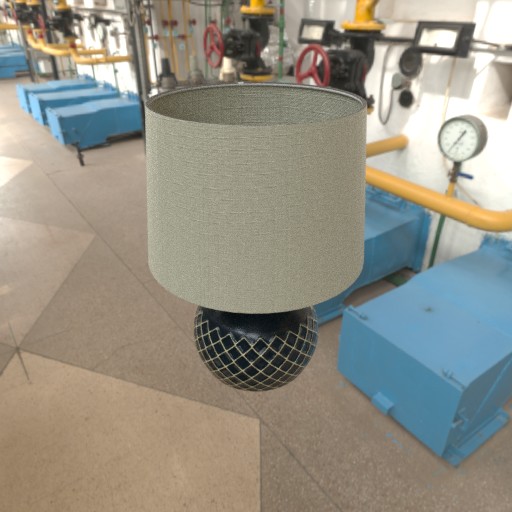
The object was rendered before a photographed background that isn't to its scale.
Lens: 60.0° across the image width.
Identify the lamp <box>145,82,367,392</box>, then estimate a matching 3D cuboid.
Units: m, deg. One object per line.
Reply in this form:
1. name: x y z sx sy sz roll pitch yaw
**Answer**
1. lamp: 0.000 0.000 0.796 0.376 0.540 0.376 0 30 0
